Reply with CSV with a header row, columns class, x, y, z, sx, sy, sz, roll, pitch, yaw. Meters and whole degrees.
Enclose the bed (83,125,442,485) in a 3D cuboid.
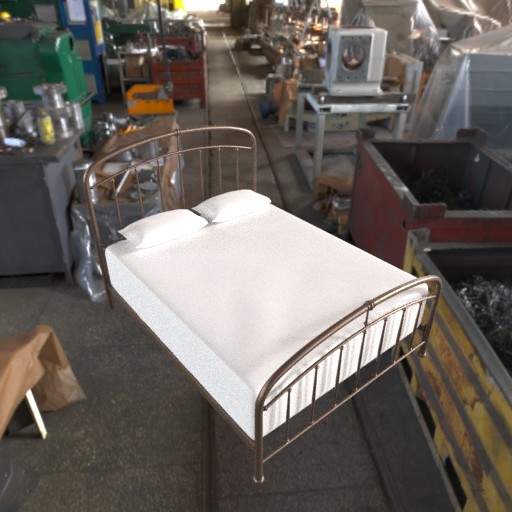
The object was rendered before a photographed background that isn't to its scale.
class,x,y,z,sx,sy,sz,roll,pitch,yaw
bed,0.000,0.000,3.362,1.711,1.475,2.168,-23,38,-32
